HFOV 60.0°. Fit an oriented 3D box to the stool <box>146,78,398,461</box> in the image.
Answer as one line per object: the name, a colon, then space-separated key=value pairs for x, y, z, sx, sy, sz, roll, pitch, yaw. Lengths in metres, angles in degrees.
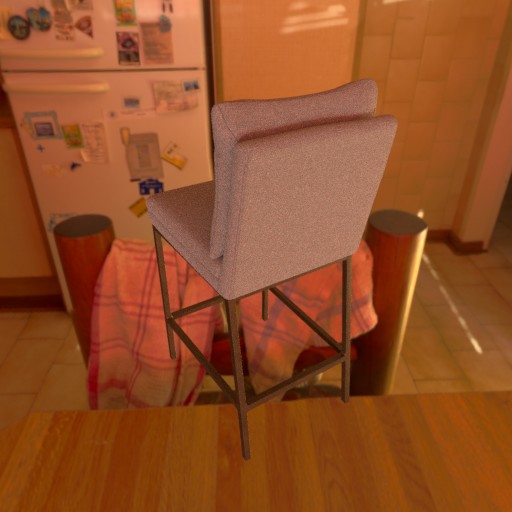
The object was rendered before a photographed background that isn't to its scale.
stool: x=0.000 y=0.000 z=1.352 sx=0.463 sy=1.031 sz=0.569 roll=-18 pitch=36 yaw=-28
